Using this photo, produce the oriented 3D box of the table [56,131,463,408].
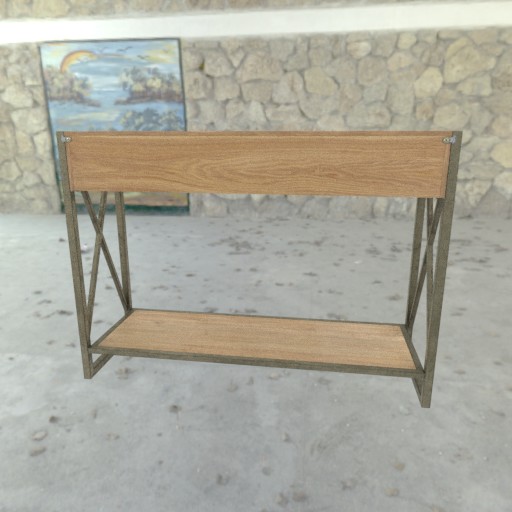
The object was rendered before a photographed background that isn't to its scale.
[{"bbox_3d":[0.000,0.000,1.410,1.059,0.763,0.361,2,15,8],"label":"table"}]
